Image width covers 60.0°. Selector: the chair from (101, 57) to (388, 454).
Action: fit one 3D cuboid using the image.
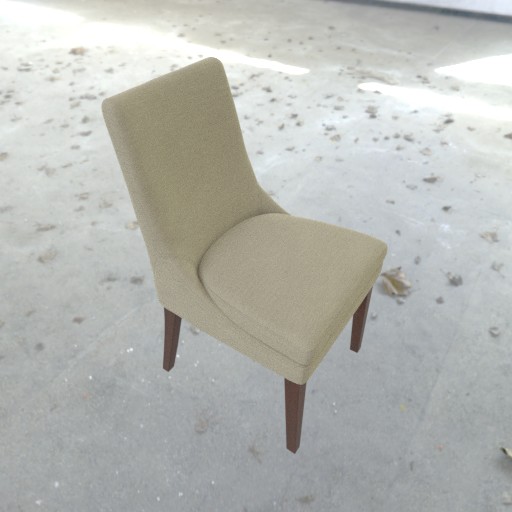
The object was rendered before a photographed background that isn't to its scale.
[{"bbox_3d":[0.000,0.000,1.311,0.638,0.940,0.515,24,46,25],"label":"chair"}]
